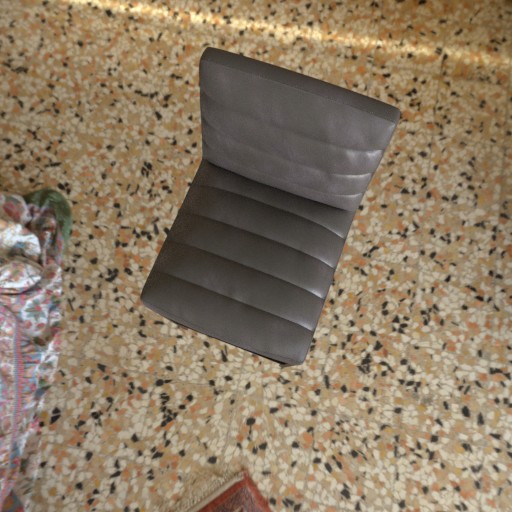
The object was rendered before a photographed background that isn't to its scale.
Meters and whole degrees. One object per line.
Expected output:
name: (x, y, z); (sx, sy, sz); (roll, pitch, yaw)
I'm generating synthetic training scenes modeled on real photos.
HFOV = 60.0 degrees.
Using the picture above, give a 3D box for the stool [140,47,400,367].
stool: (0.000, 0.000, 1.367); (0.463, 1.065, 0.562); (20, 76, 5)
